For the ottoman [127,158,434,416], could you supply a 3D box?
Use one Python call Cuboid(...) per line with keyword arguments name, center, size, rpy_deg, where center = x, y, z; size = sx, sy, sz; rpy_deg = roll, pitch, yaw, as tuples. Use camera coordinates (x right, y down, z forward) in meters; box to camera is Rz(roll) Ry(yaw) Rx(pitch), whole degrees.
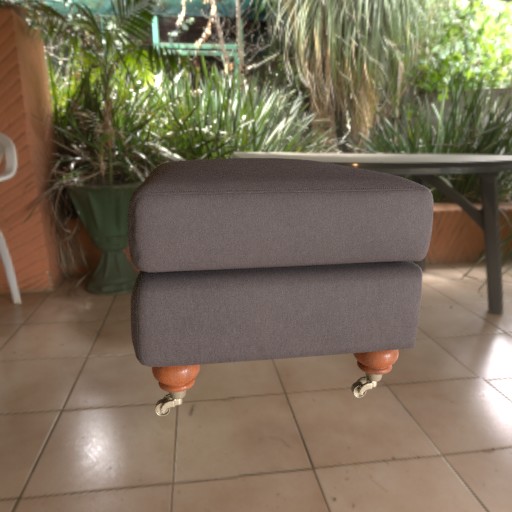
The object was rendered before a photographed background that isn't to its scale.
Cuboid(name="ottoman", center=(0.000, 0.000, 1.169), size=(0.574, 0.497, 0.773), rpy_deg=(-2, 15, -9))
